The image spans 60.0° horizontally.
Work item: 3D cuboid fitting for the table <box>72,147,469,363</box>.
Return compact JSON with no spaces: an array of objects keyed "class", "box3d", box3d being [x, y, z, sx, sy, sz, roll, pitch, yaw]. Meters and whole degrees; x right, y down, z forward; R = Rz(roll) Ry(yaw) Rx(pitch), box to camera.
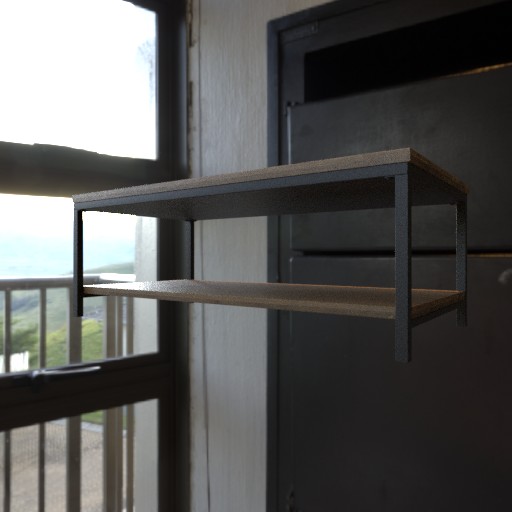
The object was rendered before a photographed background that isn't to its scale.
[{"class":"table","box3d":[0.000,0.000,1.362,1.100,0.399,0.551,0,0,36]}]
